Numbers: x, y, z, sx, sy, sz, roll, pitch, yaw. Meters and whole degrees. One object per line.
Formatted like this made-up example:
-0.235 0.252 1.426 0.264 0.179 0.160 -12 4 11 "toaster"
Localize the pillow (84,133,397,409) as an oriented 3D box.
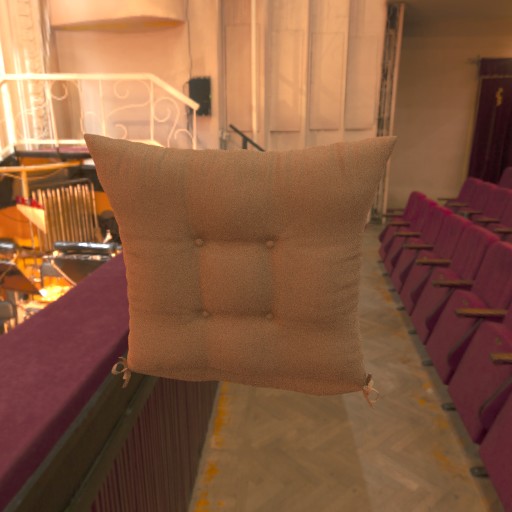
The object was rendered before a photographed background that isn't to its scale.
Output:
0.000 0.000 1.002 0.541 0.536 0.585 2 16 8 "pillow"
